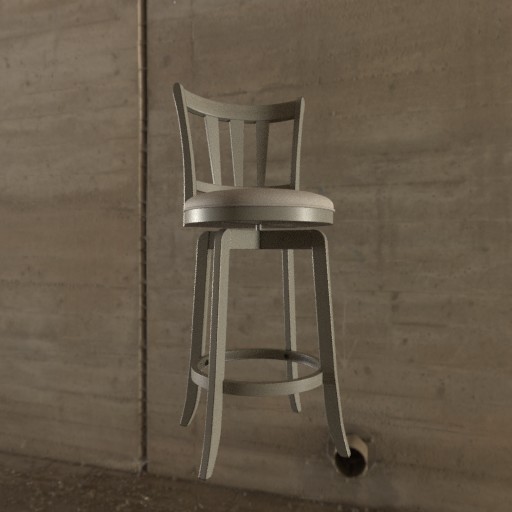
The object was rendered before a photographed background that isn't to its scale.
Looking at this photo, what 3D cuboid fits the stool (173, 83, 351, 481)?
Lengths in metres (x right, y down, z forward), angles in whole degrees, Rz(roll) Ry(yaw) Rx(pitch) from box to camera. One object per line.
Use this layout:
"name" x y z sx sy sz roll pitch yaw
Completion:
"stool" 0.000 0.000 1.275 0.436 1.042 0.475 0 1 -17
